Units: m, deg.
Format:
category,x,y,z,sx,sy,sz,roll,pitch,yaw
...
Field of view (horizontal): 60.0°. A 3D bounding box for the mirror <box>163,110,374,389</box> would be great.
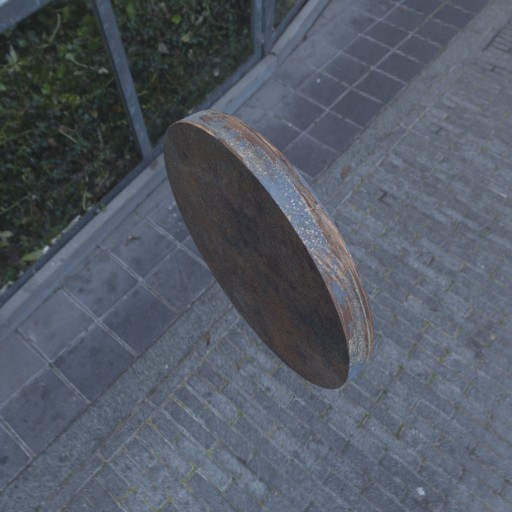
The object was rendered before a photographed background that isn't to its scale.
category,x,y,z,sx,sy,sz,roll,pitch,yaw
mirror,0.000,0.000,0.885,0.061,0.585,0.585,-33,64,-18
